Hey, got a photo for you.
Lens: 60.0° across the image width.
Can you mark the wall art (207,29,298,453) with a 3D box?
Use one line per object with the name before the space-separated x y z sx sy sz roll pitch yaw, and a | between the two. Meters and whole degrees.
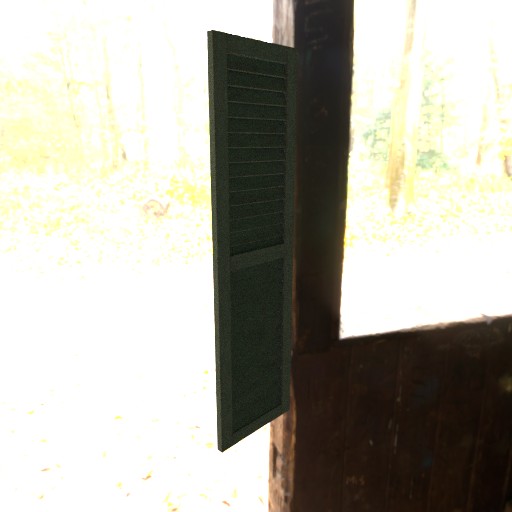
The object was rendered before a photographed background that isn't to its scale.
wall art | 0.000 0.000 1.366 0.025 1.219 0.329 14 20 43
